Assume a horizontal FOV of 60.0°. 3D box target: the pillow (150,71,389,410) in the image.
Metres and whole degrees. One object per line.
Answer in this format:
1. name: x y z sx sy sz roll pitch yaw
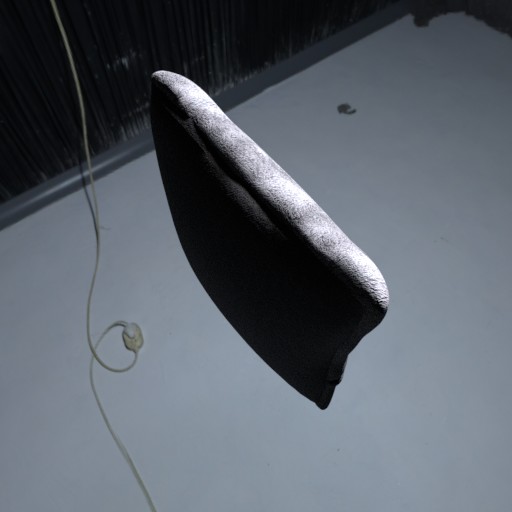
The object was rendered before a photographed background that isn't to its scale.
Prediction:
1. pillow: 0.000 0.000 0.808 0.204 0.520 0.522 -33 64 -18
